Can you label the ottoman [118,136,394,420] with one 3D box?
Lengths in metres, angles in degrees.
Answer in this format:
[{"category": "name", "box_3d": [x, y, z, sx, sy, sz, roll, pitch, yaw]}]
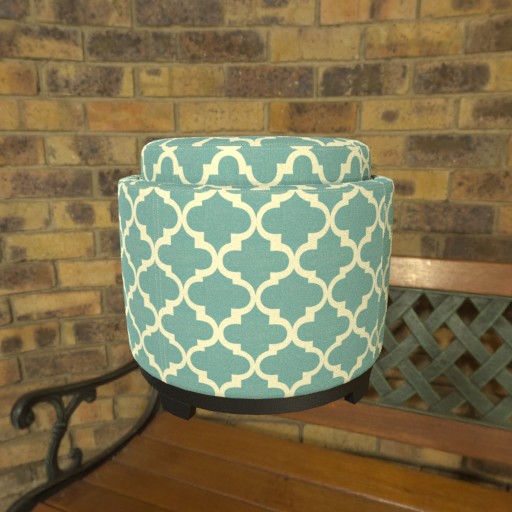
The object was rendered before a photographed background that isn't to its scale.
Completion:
[{"category": "ottoman", "box_3d": [0.000, 0.000, 0.825, 0.480, 0.429, 0.480, 0, 14, 0]}]
